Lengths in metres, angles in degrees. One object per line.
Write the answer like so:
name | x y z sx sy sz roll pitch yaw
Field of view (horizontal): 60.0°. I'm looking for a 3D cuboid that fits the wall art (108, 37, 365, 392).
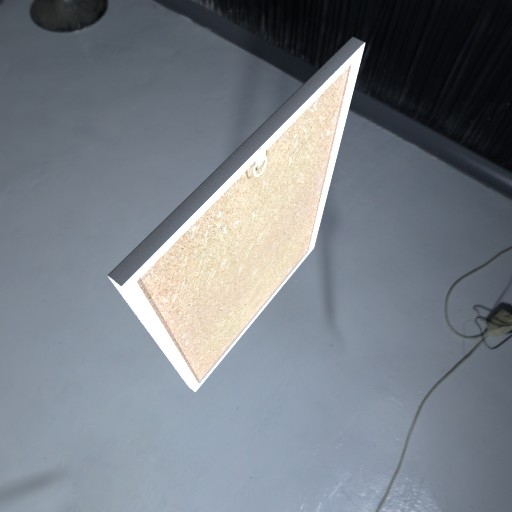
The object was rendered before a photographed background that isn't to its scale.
wall art | 0.000 0.000 1.395 0.042 1.056 0.805 35 68 16
